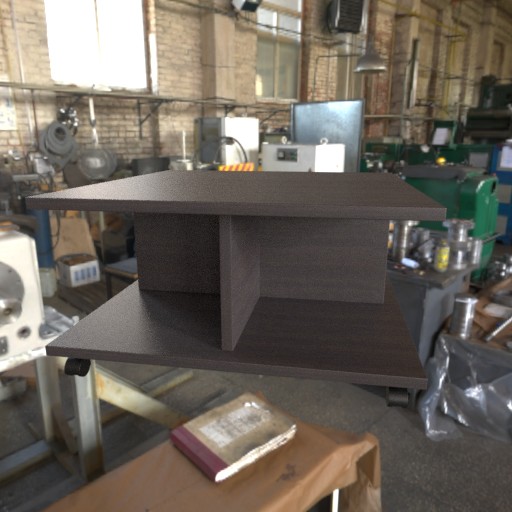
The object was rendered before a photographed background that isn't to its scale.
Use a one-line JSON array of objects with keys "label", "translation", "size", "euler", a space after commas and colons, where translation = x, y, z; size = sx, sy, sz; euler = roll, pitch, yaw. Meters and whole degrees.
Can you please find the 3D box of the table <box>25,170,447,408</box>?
[{"label": "table", "translation": [0.000, 0.000, 1.195], "size": [0.762, 0.396, 0.762], "euler": [3, 15, 10]}]
